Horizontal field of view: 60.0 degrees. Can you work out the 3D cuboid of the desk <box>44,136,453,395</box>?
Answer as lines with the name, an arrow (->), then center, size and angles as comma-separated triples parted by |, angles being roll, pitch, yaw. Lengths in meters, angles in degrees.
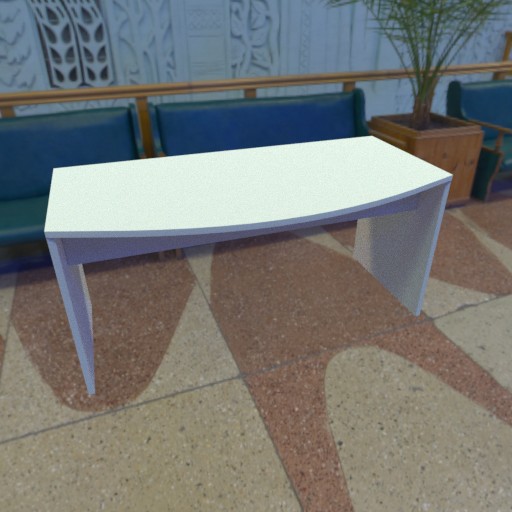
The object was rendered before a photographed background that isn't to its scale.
desk -> 0.000, 0.000, 2.029 | 1.600, 0.750, 0.802 | -10, 32, -16
